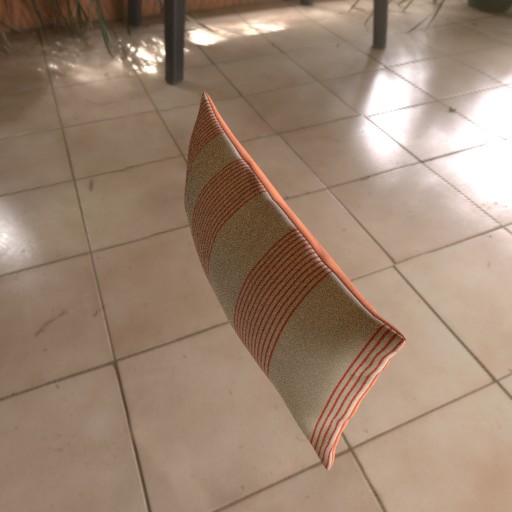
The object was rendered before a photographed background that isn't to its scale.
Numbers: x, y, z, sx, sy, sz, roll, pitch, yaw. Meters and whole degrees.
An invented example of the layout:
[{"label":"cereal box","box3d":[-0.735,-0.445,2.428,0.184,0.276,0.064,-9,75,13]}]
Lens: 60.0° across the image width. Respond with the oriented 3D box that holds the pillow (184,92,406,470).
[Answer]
[{"label":"pillow","box3d":[0.000,0.000,0.730,0.156,0.292,0.608,-18,48,-17]}]
